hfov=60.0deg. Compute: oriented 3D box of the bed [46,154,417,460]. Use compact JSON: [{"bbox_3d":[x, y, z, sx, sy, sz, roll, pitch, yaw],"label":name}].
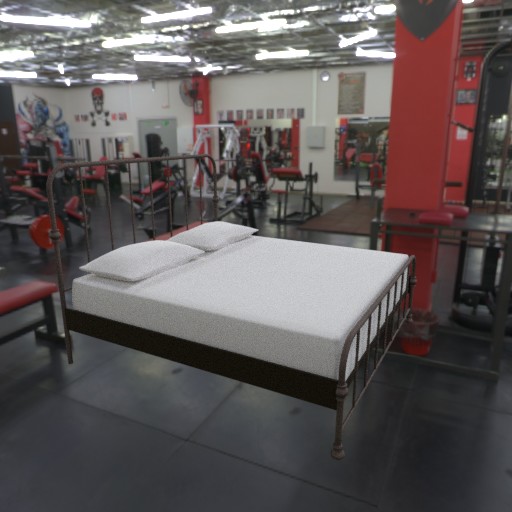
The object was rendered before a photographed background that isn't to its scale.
[{"bbox_3d":[0.000,0.000,3.453,2.134,1.446,2.044,8,17,28],"label":"bed"}]
